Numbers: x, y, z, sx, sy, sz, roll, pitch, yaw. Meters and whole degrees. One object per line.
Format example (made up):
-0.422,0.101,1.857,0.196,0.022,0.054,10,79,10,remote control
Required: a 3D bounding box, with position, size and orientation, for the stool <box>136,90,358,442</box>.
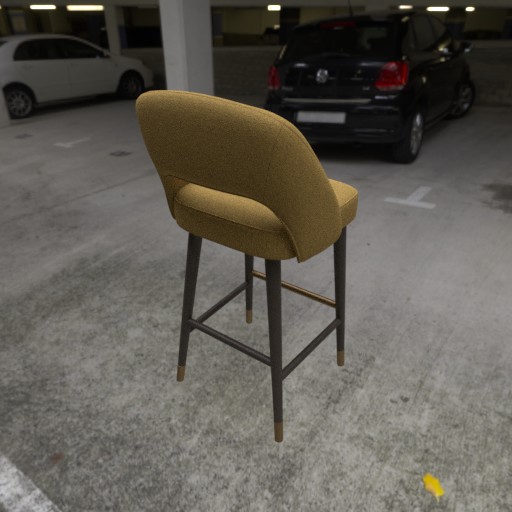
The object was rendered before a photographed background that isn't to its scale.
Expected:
0.000,0.000,1.381,0.536,1.032,0.522,20,35,31,stool
